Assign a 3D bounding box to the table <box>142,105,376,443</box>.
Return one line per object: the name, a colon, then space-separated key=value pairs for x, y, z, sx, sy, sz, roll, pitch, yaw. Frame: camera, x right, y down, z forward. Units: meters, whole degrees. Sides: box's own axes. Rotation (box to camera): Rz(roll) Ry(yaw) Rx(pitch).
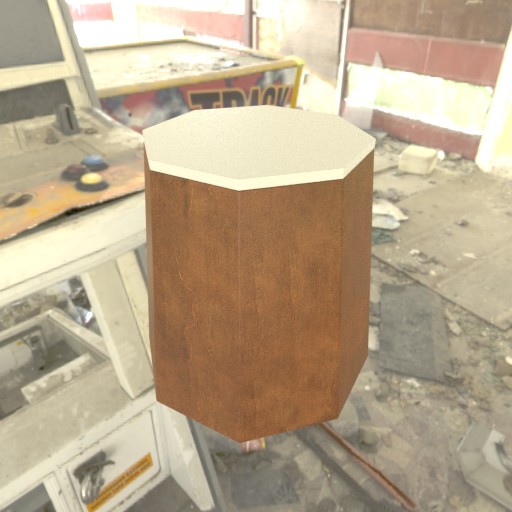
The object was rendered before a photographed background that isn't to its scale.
table: x=0.000 y=0.000 z=0.823 sx=0.439 sy=0.457 sz=0.439 roll=-10 pitch=34 yaw=-15
